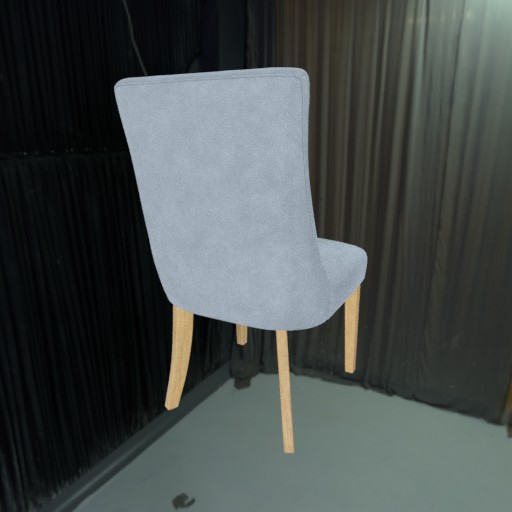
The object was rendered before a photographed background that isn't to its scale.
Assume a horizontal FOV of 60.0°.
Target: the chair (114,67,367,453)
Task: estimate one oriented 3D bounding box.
[{"bbox_3d":[0.000,0.000,1.242,0.495,0.902,0.610,8,18,27],"label":"chair"}]
